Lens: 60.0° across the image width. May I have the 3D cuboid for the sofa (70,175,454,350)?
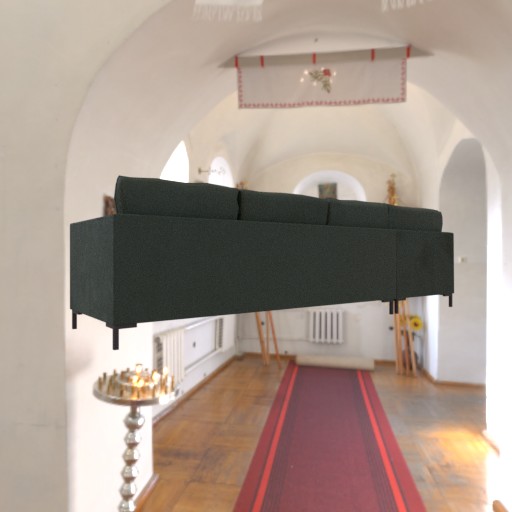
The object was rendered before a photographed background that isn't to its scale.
[{"bbox_3d":[0.000,0.000,4.170,3.384,0.996,2.048,0,0,-36],"label":"sofa"}]
